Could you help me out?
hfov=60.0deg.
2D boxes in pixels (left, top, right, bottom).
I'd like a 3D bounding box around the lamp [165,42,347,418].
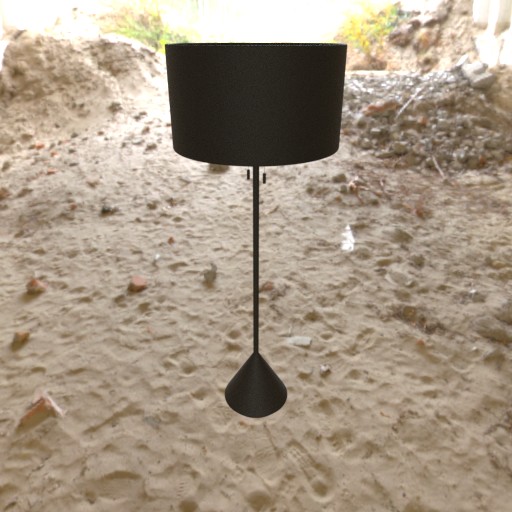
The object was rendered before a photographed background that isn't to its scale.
[{"bbox_3d":[0.000,0.000,1.766,0.580,1.526,0.580,-17,31,-30],"label":"lamp"}]
